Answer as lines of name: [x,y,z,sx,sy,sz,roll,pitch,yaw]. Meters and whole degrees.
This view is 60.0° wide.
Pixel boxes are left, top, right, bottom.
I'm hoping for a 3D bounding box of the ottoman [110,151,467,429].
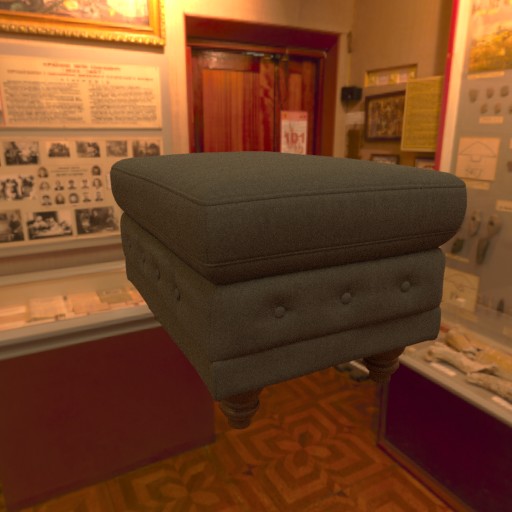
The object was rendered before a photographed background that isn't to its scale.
ottoman: [0.000,0.000,1.120,0.569,0.500,0.771,-8,18,-26]
